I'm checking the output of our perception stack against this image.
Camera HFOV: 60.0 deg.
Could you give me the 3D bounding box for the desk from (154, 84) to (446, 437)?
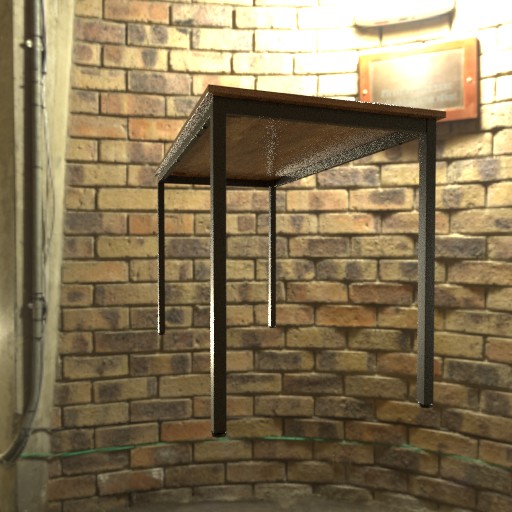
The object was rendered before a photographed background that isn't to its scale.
[{"bbox_3d":[0.000,0.000,1.586,0.600,0.749,1.200,-1,2,-18],"label":"desk"}]
